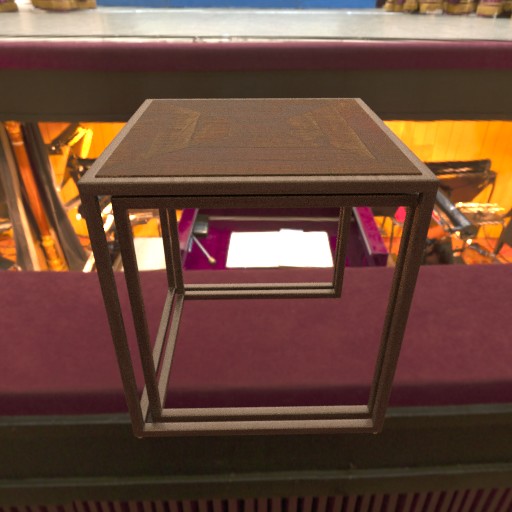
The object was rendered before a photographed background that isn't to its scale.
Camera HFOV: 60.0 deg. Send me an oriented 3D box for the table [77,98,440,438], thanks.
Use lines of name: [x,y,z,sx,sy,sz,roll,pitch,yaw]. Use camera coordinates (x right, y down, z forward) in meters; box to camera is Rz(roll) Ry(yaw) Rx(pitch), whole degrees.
table: [0.000,0.000,0.866,0.449,0.500,0.450,-1,32,-1]
